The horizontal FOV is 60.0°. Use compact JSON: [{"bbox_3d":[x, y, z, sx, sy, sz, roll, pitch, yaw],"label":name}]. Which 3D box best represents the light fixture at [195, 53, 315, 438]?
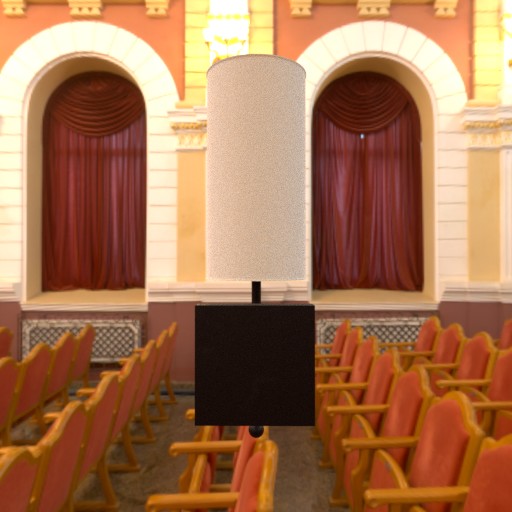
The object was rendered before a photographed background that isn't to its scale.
[{"bbox_3d":[0.000,0.000,0.527,0.128,0.462,0.208,0,-1,1],"label":"light fixture"}]
